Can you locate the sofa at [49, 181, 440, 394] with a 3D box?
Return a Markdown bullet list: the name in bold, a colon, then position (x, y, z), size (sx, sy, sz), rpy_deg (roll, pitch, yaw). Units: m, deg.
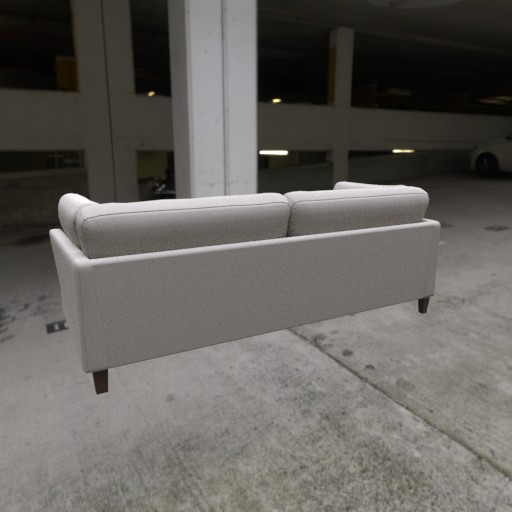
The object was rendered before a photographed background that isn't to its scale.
- **sofa**: position (0.000, 0.000, 2.816), size (2.301, 0.863, 0.957), rpy_deg (-7, 16, -28)
